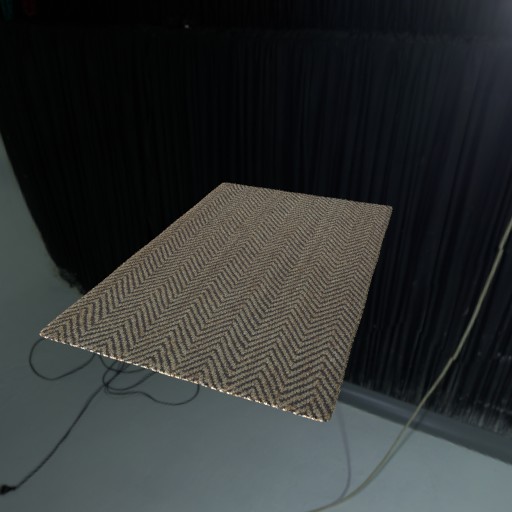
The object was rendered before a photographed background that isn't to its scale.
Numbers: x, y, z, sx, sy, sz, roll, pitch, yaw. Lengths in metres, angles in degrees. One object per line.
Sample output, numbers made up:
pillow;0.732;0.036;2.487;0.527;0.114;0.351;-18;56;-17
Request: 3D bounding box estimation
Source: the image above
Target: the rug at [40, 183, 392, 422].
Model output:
rug;0.000;0.000;2.355;1.219;0.008;1.828;11;32;18
